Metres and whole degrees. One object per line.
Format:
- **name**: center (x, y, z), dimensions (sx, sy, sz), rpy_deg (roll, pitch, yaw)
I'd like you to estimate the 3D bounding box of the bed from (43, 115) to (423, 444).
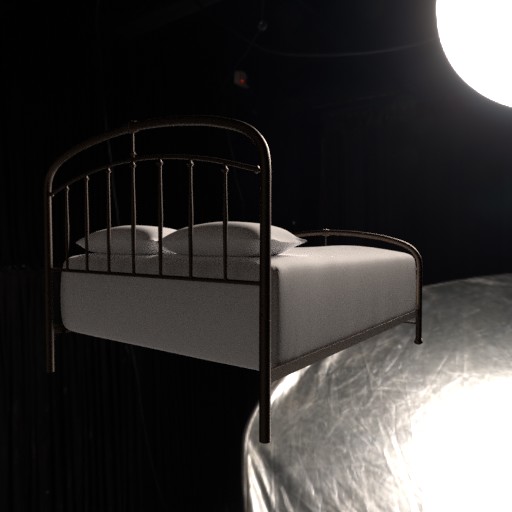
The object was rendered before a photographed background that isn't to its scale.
- **bed**: center (0.000, 0.000, 3.122), dimensions (1.711, 1.425, 2.180), rpy_deg (1, 2, 36)
